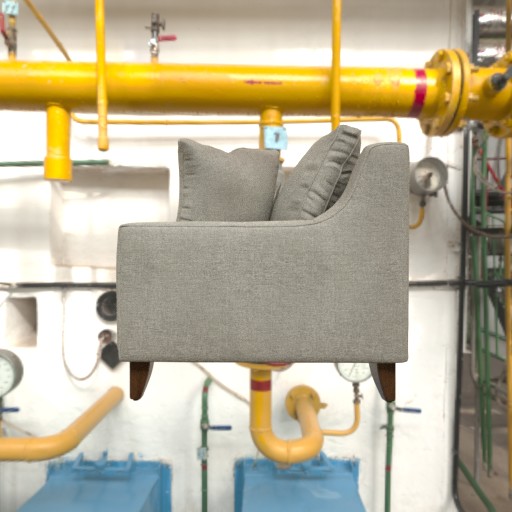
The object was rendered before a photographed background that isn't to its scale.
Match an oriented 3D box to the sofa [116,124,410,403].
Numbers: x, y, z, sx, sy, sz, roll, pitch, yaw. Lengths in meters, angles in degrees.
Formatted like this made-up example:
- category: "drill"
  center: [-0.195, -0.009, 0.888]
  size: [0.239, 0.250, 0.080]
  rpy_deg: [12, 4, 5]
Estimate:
- category: "sofa"
  center: [0.000, 0.000, 2.000]
  size: [0.915, 0.863, 1.422]
  rpy_deg: [0, 1, 0]
